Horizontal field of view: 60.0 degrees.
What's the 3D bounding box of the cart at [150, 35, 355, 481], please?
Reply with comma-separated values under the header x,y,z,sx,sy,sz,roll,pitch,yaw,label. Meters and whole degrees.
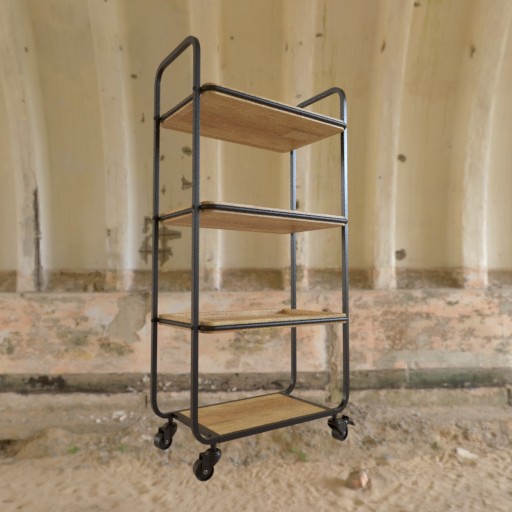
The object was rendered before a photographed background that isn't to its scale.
x,y,z,sx,sy,sz,roll,pitch,yaw,label
0.000,0.000,1.306,0.545,1.080,0.321,2,-4,-35,cart
